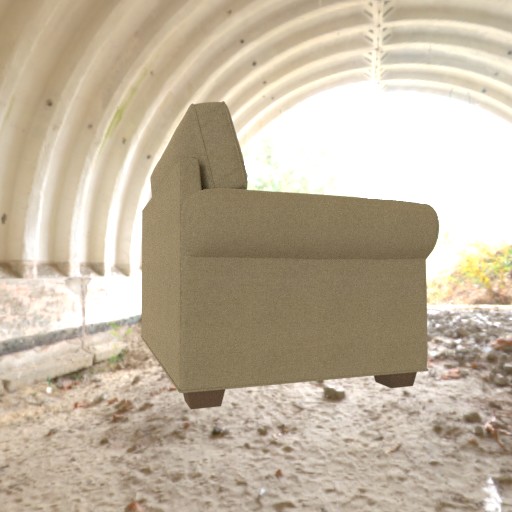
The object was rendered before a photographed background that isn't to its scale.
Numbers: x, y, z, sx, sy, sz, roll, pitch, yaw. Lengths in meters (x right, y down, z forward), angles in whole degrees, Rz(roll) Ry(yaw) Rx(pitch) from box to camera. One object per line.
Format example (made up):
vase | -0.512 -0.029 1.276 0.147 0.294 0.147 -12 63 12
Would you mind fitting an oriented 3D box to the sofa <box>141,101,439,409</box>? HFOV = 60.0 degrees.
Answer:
sofa | 0.000 0.000 2.085 0.936 0.991 1.405 1 -2 -20
